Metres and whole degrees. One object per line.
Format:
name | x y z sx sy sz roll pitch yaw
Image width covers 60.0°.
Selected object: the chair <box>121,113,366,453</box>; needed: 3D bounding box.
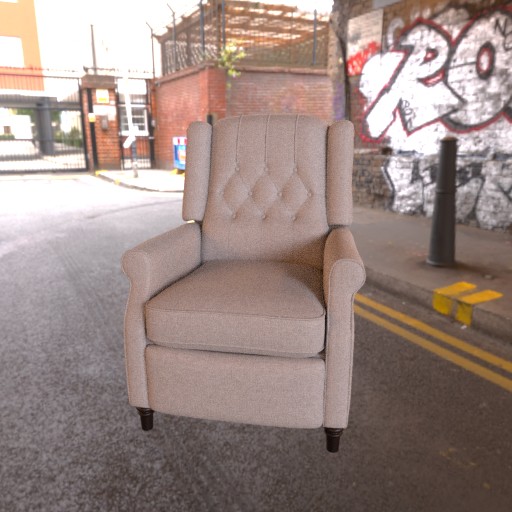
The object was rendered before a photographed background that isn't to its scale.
chair | 0.000 0.000 1.629 0.742 1.035 0.902 3 15 10
